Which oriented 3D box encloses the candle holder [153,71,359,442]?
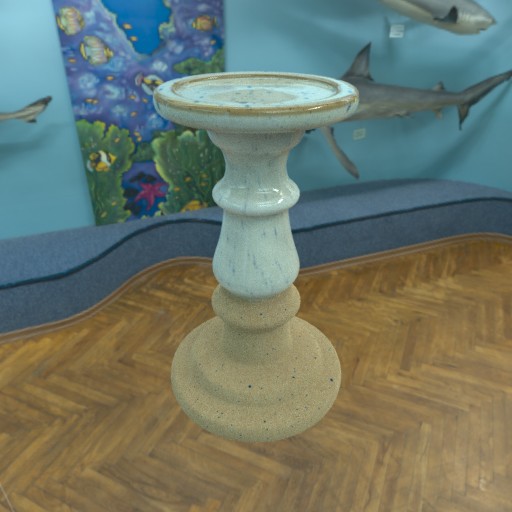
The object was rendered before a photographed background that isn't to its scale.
[{"bbox_3d":[0.000,0.000,0.277,0.123,0.202,0.123,0,31,0],"label":"candle holder"}]
